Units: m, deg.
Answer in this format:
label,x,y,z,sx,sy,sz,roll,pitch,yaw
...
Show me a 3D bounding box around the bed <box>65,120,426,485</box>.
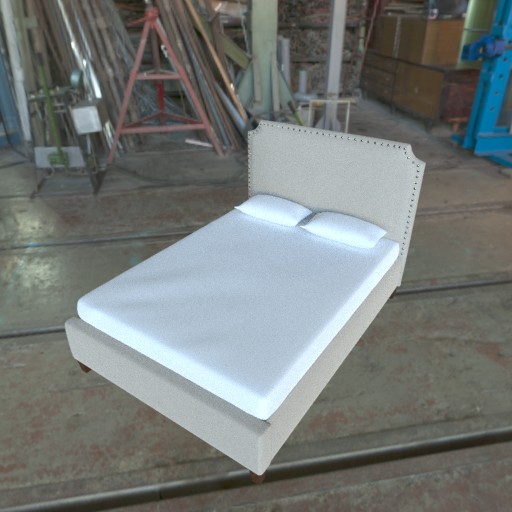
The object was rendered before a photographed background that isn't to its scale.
label,x,y,z,sx,sy,sz,roll,pitch,yaw
bed,0.000,0.000,3.425,1.713,1.443,2.372,19,35,29
